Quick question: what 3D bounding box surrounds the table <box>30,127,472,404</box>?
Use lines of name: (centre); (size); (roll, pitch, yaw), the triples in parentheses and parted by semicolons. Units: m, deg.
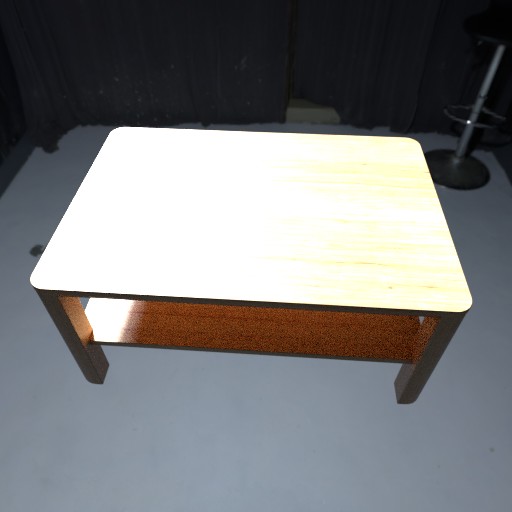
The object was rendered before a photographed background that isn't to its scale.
table: (0.000, 0.000, 1.371); (0.997, 0.445, 0.696); (3, 46, 3)
